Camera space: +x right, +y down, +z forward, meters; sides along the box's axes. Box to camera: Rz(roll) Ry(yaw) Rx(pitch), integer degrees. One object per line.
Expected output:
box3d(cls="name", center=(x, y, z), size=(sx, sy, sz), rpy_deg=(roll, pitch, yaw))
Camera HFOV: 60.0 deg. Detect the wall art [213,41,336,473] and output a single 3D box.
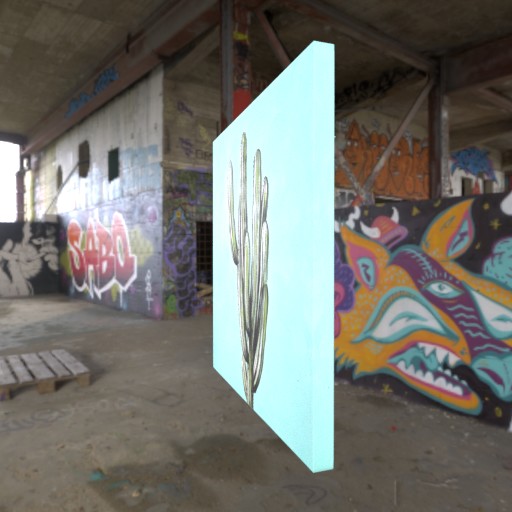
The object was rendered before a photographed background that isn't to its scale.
box3d(cls="wall art", center=(0.000, 0.000, 1.613), size=(0.070, 1.073, 1.071), rpy_deg=(0, 1, -19))
